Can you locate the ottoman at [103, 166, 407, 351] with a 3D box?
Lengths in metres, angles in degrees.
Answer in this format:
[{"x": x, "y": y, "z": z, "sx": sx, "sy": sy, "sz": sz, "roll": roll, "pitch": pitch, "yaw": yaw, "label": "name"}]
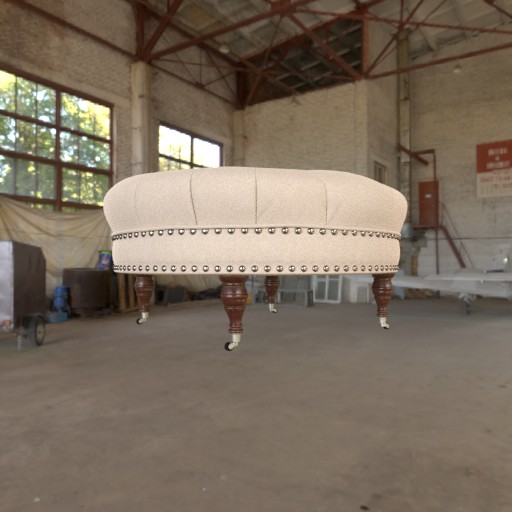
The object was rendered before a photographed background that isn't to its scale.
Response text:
[{"x": 0.000, "y": 0.000, "z": 1.379, "sx": 0.901, "sy": 0.439, "sz": 0.901, "roll": 0, "pitch": -1, "yaw": 0, "label": "ottoman"}]
